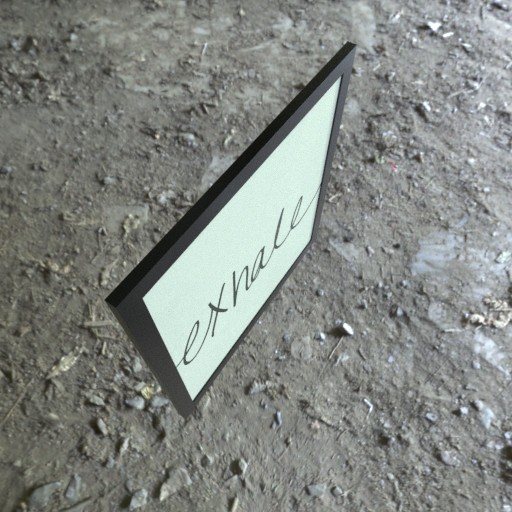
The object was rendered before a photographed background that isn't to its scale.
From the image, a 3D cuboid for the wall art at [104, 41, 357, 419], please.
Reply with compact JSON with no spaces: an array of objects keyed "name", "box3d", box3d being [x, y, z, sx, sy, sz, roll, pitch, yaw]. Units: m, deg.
[{"name":"wall art","box3d":[0.000,0.000,0.662,0.014,0.445,0.446,30,63,17]}]
